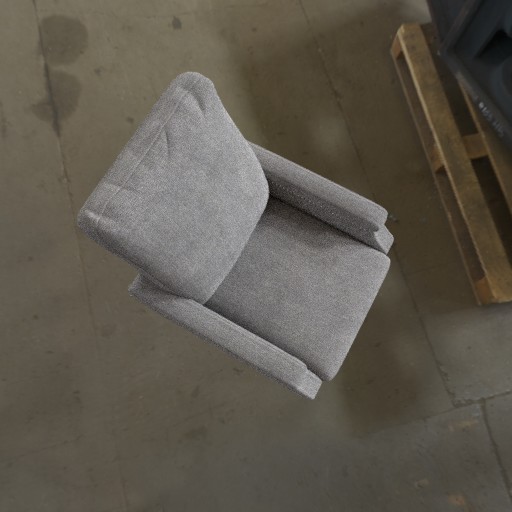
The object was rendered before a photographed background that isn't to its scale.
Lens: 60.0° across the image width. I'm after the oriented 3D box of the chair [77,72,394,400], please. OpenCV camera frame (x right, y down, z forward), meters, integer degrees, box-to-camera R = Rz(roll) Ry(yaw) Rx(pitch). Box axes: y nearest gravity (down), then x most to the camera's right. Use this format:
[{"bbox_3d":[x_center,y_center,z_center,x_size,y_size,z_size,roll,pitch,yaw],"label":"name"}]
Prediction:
[{"bbox_3d":[0.000,0.000,1.631,0.922,1.049,0.710,29,77,7],"label":"chair"}]
